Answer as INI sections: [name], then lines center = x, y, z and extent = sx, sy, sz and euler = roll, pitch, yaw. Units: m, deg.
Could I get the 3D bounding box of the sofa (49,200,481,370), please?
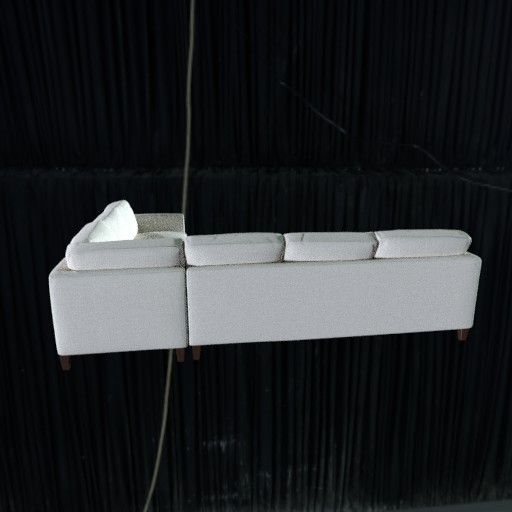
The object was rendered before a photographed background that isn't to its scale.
[sofa]
center = 0.000, 0.000, 4.531
extent = 3.302, 0.947, 2.593
euler = -2, 15, -9
